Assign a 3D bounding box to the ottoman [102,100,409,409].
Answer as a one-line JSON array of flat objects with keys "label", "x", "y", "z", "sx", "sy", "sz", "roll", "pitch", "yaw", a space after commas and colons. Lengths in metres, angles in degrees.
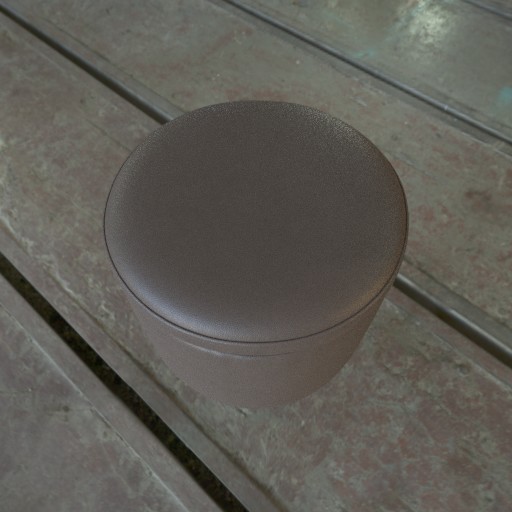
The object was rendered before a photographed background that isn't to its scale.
[{"label": "ottoman", "x": 0.000, "y": 0.000, "z": 0.866, "sx": 0.500, "sy": 0.409, "sz": 0.500, "roll": 0, "pitch": 58, "yaw": 0}]
